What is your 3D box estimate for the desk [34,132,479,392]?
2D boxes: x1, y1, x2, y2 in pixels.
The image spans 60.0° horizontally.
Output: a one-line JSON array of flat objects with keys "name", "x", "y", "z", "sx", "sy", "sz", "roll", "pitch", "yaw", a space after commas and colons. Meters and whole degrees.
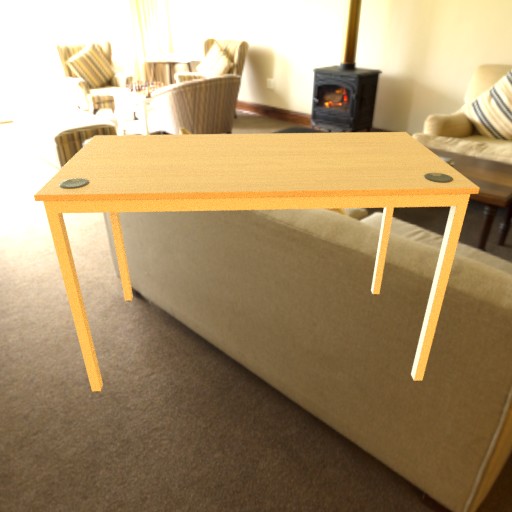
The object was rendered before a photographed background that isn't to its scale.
[{"name": "desk", "x": 0.000, "y": 0.000, "z": 1.635, "sx": 1.200, "sy": 0.750, "sz": 0.600, "roll": -1, "pitch": 30, "yaw": -2}]
